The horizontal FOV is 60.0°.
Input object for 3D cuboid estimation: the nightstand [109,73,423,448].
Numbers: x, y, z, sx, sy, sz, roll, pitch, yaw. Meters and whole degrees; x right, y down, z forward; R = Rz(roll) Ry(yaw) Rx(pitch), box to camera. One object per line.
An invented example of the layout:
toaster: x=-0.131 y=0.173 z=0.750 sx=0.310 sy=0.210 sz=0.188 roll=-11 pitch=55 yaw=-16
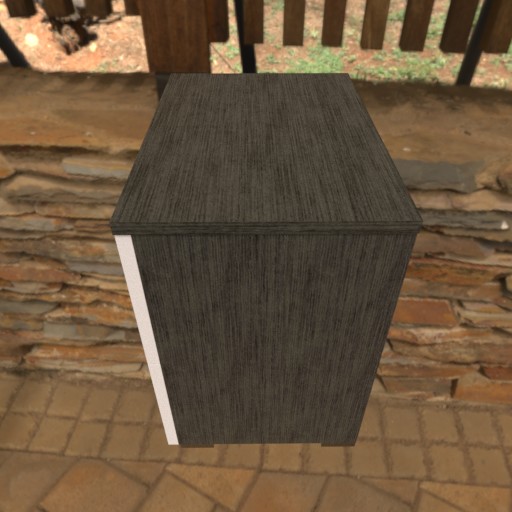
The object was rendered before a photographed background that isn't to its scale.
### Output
nightstand: x=0.000 y=0.000 z=0.752 sx=0.325 sy=0.460 sz=0.441 roll=0 pitch=40 yaw=0
